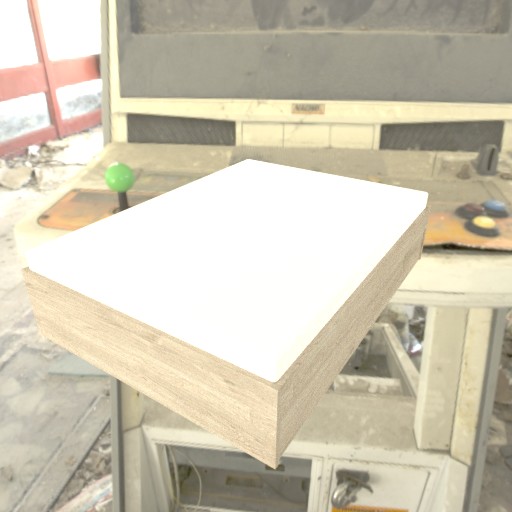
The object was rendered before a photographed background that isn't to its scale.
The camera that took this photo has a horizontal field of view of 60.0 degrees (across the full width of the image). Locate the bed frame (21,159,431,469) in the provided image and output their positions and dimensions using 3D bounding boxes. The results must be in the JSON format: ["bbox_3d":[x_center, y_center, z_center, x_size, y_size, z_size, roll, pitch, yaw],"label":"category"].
[{"bbox_3d":[0.000,0.000,2.585,1.448,0.490,1.944,17,33,29],"label":"bed frame"}]
